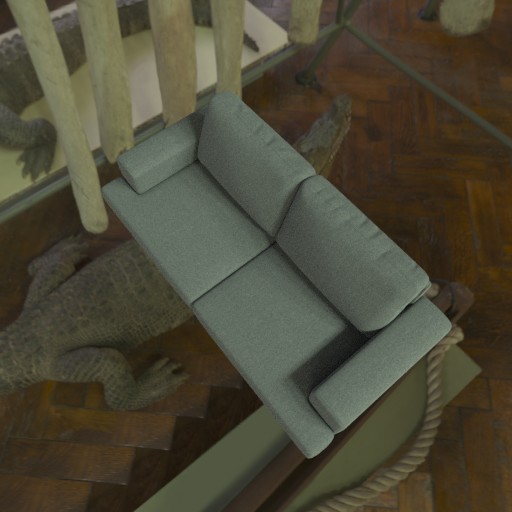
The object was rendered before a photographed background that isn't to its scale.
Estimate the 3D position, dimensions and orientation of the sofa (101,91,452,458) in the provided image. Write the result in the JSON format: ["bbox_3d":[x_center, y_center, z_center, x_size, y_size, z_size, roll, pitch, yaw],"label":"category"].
[{"bbox_3d":[0.000,0.000,2.107,0.785,0.810,1.650,-36,69,-16],"label":"sofa"}]
